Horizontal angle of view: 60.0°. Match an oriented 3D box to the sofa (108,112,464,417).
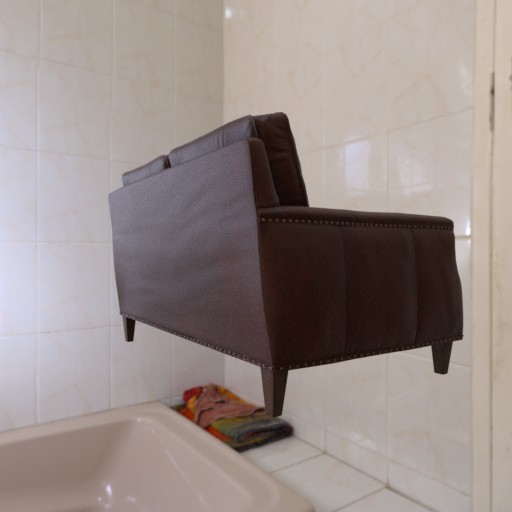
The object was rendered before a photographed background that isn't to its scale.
[{"bbox_3d":[0.000,0.000,2.228,1.083,1.003,1.628,0,0,-34],"label":"sofa"}]
